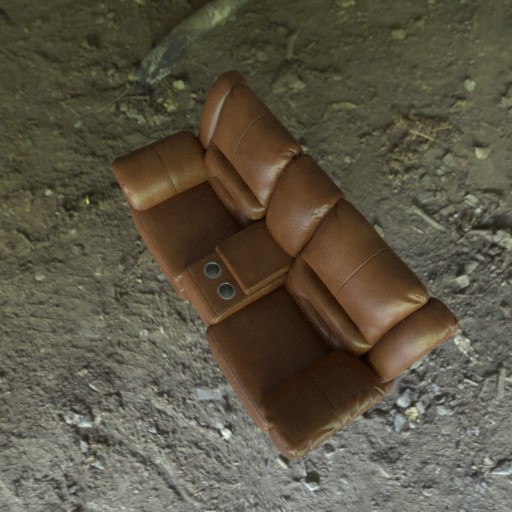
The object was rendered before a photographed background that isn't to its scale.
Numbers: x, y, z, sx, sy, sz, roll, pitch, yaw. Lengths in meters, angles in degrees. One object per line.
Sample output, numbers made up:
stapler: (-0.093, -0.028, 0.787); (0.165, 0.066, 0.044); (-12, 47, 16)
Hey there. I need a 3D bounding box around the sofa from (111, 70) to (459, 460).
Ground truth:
sofa: (0.000, 0.000, 2.613); (0.991, 1.043, 2.058); (-30, 67, -14)
